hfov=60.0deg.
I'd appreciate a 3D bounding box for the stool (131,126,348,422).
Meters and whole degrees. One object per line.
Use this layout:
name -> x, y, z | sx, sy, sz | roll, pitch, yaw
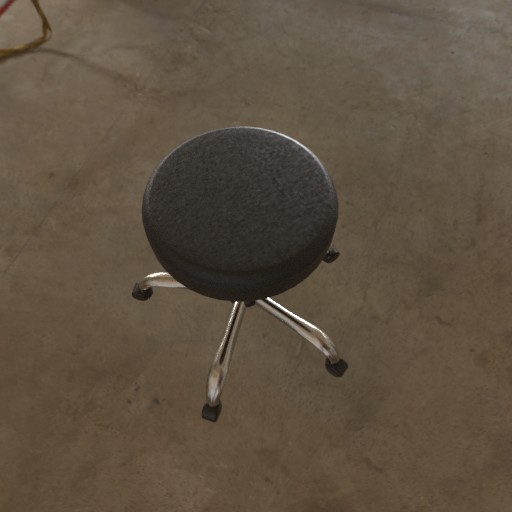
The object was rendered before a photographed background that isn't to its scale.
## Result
stool -> 0.000, 0.000, 1.149 | 0.638, 0.576, 0.673 | -29, 64, -16
